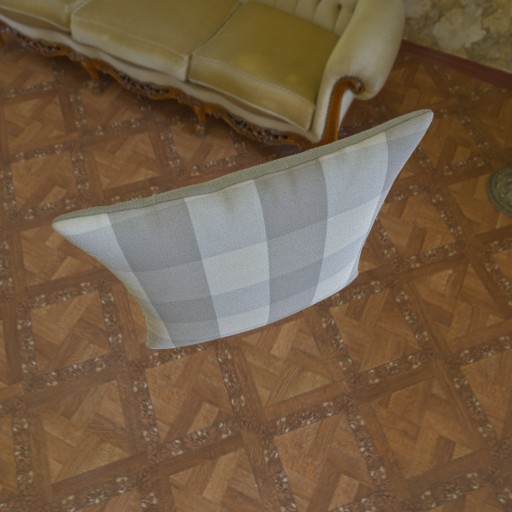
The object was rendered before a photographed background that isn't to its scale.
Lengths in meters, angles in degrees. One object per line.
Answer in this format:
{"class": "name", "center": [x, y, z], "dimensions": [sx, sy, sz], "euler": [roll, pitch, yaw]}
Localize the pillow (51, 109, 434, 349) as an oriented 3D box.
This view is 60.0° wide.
{"class": "pillow", "center": [0.000, 0.000, 0.780], "dimensions": [0.511, 0.509, 0.161], "euler": [-18, 64, -9]}
